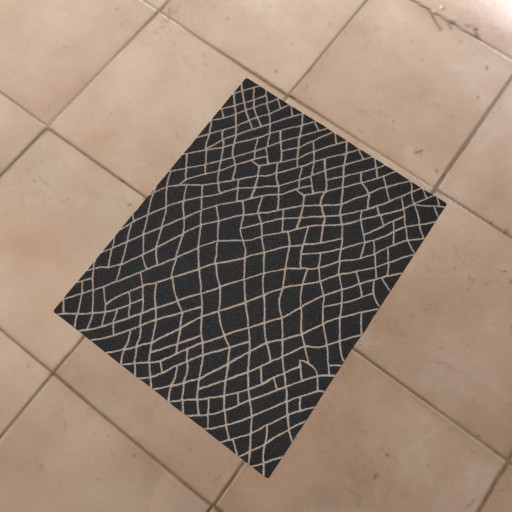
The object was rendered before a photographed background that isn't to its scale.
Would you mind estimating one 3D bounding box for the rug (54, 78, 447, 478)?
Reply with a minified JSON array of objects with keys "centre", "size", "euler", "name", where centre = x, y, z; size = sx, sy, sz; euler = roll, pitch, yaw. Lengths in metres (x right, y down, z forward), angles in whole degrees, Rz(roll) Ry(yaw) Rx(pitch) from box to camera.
[{"centre":[0.000,0.000,4.215],"size":[2.439,0.022,3.047],"euler":[35,79,8],"name":"rug"}]
